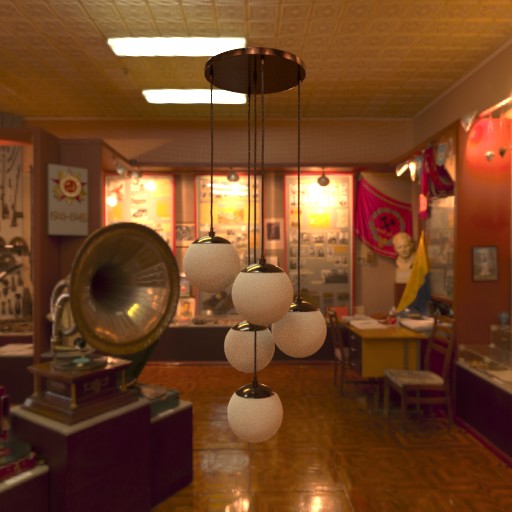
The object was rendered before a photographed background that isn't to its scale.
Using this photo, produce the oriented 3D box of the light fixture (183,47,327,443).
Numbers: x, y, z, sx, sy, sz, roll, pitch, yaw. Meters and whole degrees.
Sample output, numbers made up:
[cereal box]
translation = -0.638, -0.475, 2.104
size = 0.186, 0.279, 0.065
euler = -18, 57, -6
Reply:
[light fixture]
translation = 0.000, 0.000, 1.524
size = 0.489, 1.271, 0.484
euler = 0, 1, 1
